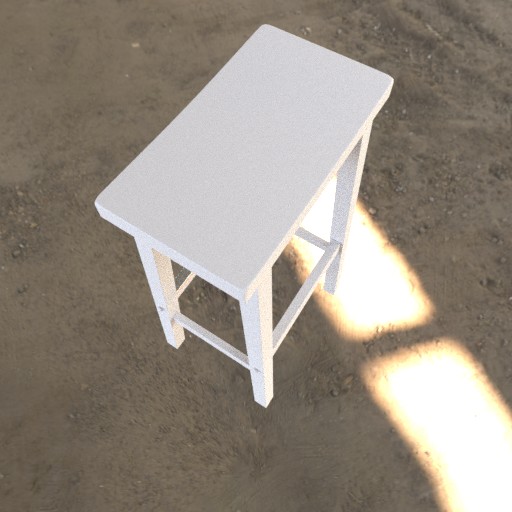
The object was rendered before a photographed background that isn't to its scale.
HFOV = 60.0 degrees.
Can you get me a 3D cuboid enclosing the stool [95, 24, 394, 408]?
[{"bbox_3d":[0.000,0.000,0.936,0.322,0.742,0.406,30,67,14],"label":"stool"}]
